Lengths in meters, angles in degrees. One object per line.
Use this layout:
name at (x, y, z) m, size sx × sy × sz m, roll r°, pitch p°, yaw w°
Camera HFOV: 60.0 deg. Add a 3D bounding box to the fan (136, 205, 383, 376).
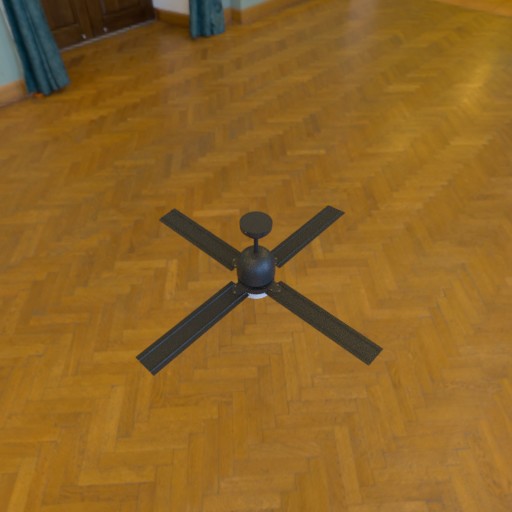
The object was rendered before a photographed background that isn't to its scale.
fan at (0.000, 0.000, 2.008) m, size 1.319 × 0.410 × 1.319 m, roll 32°, pitch 54°, yaw 27°
